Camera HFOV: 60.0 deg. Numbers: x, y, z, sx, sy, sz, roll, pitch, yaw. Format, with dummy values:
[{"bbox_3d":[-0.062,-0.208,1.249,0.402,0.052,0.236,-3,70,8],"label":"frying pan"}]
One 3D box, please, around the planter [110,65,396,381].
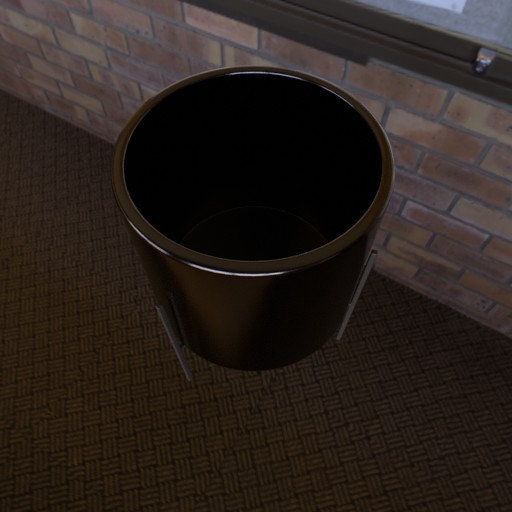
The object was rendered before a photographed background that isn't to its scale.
[{"bbox_3d":[0.000,0.000,0.652,0.310,0.432,0.310,0,58,0],"label":"planter"}]
